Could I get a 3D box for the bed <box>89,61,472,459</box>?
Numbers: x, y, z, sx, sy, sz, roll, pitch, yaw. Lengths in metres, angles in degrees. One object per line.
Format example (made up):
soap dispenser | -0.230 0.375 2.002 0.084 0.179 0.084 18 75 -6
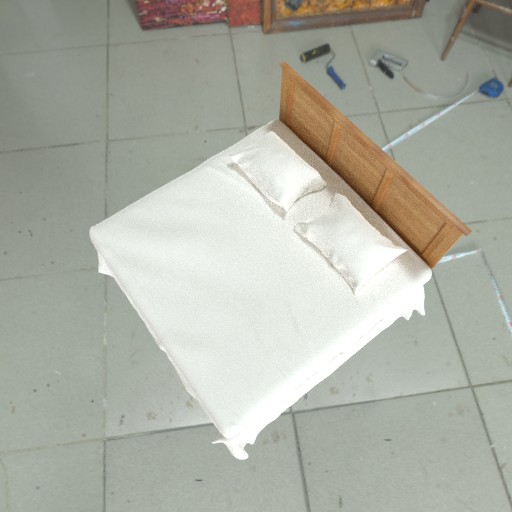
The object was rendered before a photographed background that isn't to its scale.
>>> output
bed | 0.000 0.000 3.581 2.215 1.270 2.317 -34 69 -15
